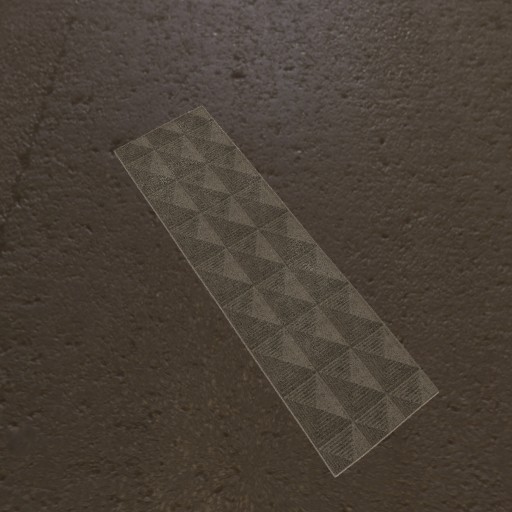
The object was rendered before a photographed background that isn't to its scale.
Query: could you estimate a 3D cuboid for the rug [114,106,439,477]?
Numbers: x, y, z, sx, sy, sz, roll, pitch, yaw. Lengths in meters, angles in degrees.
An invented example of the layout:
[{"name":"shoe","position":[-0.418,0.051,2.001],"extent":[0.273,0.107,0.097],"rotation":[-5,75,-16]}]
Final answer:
[{"name":"rug","position":[0.000,0.000,2.414],"extent":[0.645,0.015,2.182],"rotation":[-32,68,-14]}]
